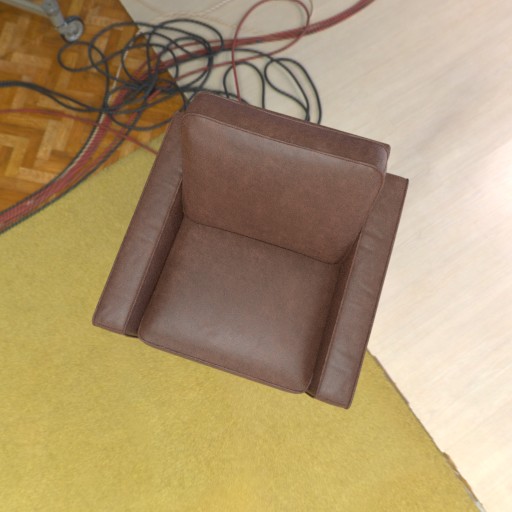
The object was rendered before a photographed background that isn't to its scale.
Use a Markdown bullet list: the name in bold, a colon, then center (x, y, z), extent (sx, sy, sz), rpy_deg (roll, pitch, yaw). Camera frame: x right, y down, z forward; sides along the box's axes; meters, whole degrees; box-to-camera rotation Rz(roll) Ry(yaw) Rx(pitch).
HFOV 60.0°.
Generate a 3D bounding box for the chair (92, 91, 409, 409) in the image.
- **chair**: center (0.000, 0.000, 1.790), extent (1.017, 0.919, 0.940), rpy_deg (17, 78, 4)
